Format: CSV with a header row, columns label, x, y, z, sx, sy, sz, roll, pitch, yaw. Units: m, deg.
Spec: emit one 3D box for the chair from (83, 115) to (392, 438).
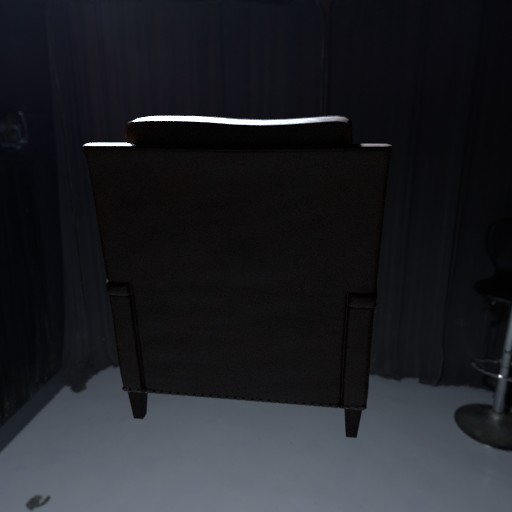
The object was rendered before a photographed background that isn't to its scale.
label,x,y,z,sx,sy,sz,roll,pitch,yaw
chair,0.000,0.000,1.793,0.854,1.054,1.035,2,15,8
